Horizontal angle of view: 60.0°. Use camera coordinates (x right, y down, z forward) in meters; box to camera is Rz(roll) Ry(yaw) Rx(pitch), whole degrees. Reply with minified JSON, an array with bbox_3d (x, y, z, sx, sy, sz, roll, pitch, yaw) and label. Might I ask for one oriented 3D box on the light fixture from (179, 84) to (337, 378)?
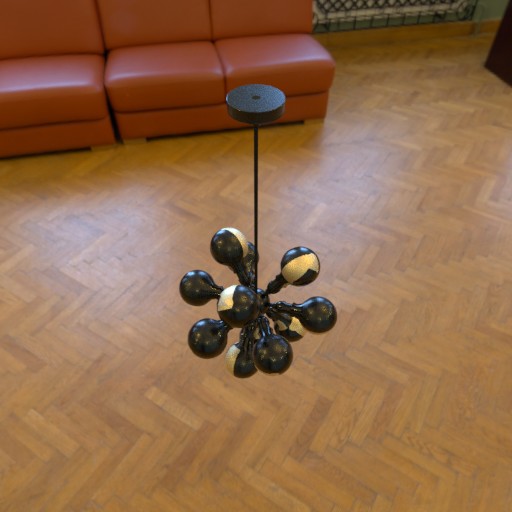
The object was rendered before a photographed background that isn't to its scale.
[{"bbox_3d":[0.000,0.000,1.138,0.420,0.859,0.468,-10,47,-9],"label":"light fixture"}]
